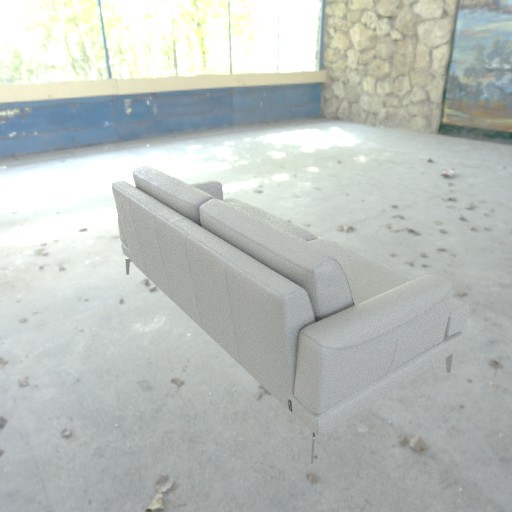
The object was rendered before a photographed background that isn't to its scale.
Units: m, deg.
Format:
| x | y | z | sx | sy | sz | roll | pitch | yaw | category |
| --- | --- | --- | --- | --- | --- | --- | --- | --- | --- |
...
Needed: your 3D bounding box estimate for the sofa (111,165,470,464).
| x | y | z | sx | sy | sz | roll | pitch | yaw | category |
| --- | --- | --- | --- | --- | --- | --- | --- | --- | --- |
| 0.000 | 0.000 | 2.395 | 0.974 | 0.765 | 1.940 | -17 | 30 | -32 | sofa |
